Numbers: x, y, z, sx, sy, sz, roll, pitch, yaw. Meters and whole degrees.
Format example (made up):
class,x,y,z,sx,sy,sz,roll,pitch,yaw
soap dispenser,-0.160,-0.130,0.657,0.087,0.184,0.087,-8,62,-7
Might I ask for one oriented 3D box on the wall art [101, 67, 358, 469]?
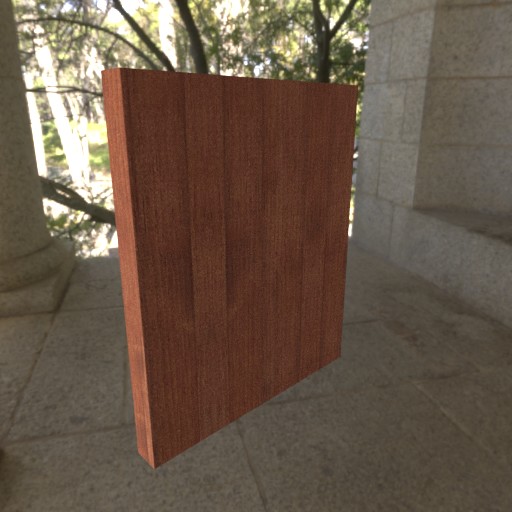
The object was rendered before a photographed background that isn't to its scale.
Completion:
class,x,y,z,sx,sy,sz,roll,pitch,yaw
wall art,0.000,0.000,0.606,0.377,0.449,0.039,-16,24,-41
